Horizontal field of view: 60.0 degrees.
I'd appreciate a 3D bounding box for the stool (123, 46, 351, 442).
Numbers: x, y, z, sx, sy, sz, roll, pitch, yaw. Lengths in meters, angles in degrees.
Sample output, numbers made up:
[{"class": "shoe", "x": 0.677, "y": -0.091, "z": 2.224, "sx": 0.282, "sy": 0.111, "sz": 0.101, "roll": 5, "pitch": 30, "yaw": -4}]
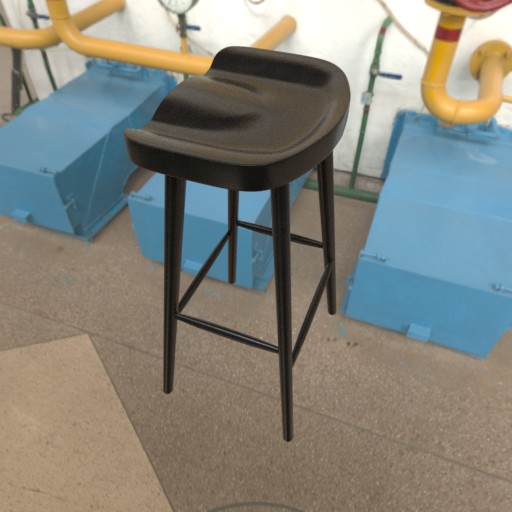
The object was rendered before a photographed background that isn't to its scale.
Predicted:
[{"class": "stool", "x": 0.000, "y": 0.000, "z": 0.999, "sx": 0.361, "sy": 0.749, "sz": 0.440, "roll": 16, "pitch": 47, "yaw": 15}]
